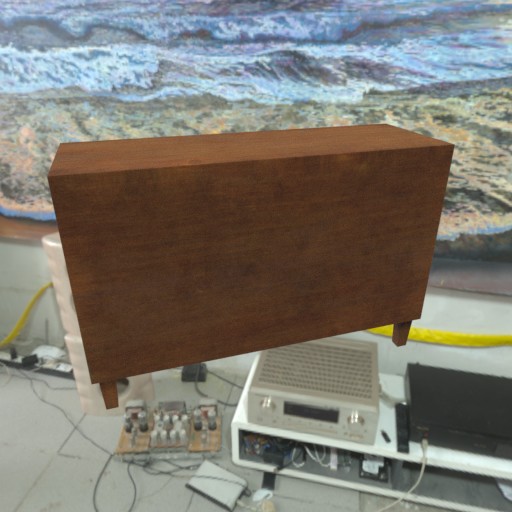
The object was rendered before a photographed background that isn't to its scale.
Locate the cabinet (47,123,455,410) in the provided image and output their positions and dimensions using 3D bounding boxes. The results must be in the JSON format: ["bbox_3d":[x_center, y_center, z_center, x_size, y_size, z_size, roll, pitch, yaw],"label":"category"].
[{"bbox_3d":[0.000,0.000,1.602,1.204,0.805,0.403,-8,27,-16],"label":"cabinet"}]
